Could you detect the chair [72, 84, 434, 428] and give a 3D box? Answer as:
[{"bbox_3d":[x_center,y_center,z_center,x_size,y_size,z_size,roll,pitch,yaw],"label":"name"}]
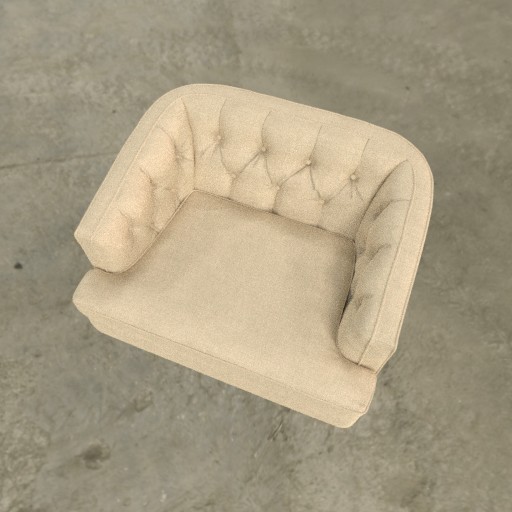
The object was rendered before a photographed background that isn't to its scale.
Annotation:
[{"bbox_3d":[0.000,0.000,1.738,1.118,0.787,0.914,19,62,10],"label":"chair"}]
